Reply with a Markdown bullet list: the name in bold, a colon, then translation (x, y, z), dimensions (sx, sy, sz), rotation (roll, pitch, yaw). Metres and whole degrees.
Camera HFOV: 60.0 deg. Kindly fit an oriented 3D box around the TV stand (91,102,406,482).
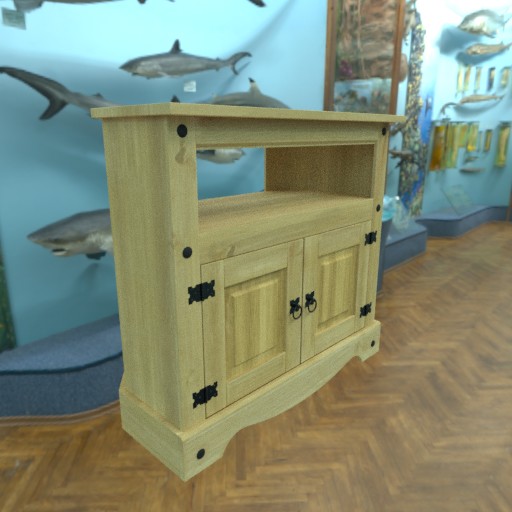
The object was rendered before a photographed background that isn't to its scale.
- **TV stand**: translation (0.000, 0.000, 1.276), dimensions (0.425, 0.781, 0.851), rotation (15, 21, 42)
